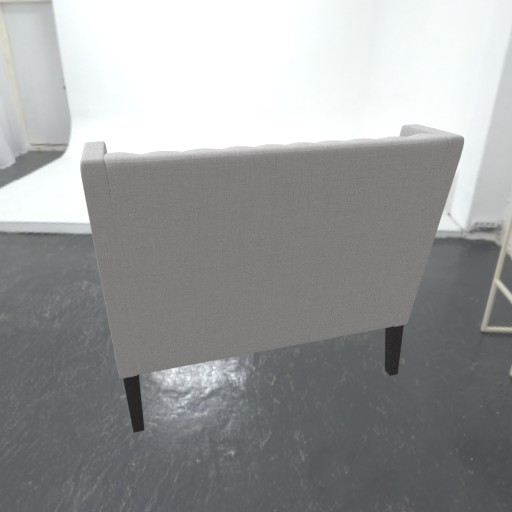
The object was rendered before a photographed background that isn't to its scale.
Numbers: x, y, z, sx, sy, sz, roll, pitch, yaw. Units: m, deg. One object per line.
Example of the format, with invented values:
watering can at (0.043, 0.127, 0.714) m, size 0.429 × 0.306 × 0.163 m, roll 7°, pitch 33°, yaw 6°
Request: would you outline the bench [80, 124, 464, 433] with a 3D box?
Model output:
bench at (0.000, 0.000, 1.961) m, size 1.280 × 1.123 × 0.847 m, roll -7°, pitch 26°, yaw -15°
